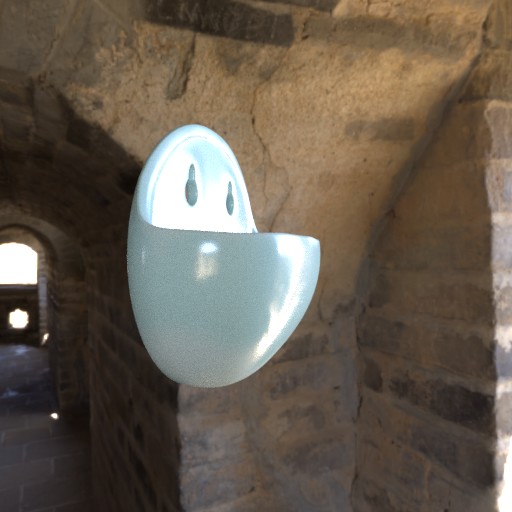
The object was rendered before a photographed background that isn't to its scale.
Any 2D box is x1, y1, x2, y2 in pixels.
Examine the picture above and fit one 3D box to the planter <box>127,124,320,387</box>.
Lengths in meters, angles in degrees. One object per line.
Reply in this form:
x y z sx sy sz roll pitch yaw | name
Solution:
0.000 0.000 0.281 0.073 0.164 0.189 0 0 17 | planter
